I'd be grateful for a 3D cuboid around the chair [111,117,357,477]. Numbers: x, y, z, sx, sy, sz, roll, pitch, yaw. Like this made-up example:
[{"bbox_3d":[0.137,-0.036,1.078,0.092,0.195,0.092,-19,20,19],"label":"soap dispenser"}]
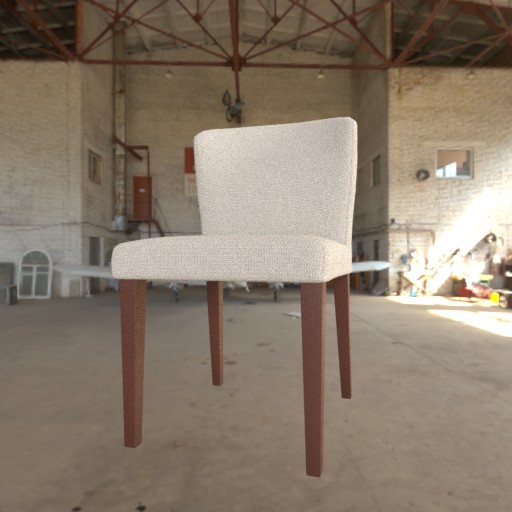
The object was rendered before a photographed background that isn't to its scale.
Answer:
[{"bbox_3d":[0.000,0.000,1.160,0.491,0.839,0.589,0,0,18],"label":"chair"}]
